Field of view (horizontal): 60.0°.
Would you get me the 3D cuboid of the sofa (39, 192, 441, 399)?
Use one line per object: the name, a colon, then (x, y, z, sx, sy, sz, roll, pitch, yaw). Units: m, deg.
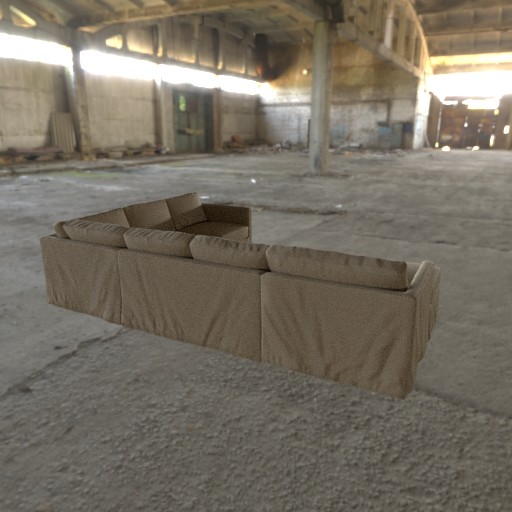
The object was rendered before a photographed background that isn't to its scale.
sofa: (0.000, 0.000, 4.553, 3.528, 0.878, 2.476, 8, 18, 27)
